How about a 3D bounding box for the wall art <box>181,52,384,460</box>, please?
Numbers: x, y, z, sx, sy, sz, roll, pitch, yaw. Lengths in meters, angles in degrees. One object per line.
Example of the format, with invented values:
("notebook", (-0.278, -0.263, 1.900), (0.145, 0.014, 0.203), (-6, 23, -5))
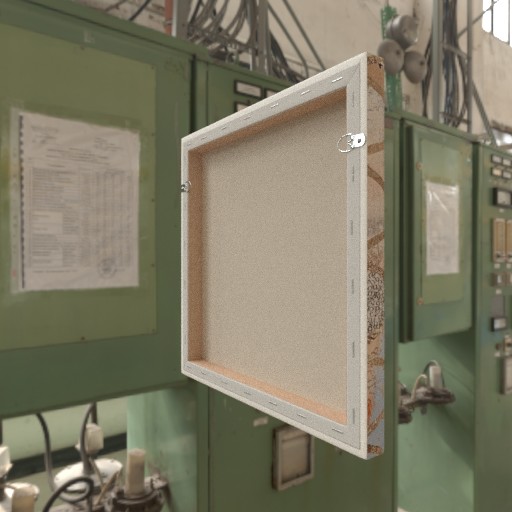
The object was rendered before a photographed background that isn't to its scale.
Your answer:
("wall art", (0.000, 0.000, 0.760), (0.038, 0.508, 0.507), (0, 0, -36))
